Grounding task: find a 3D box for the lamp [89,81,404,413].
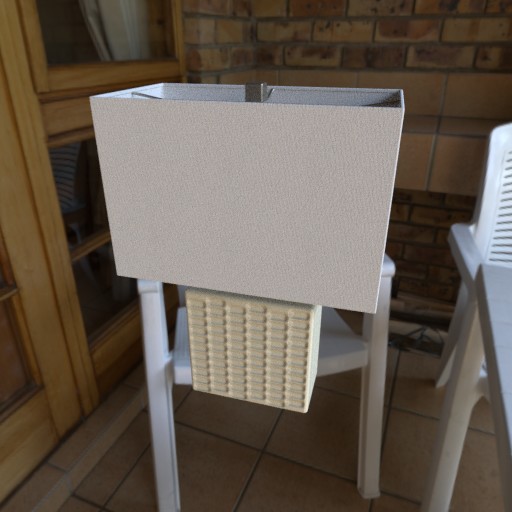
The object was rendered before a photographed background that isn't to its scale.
[{"bbox_3d":[0.000,0.000,0.703,0.380,0.515,0.200,7,27,14],"label":"lamp"}]
